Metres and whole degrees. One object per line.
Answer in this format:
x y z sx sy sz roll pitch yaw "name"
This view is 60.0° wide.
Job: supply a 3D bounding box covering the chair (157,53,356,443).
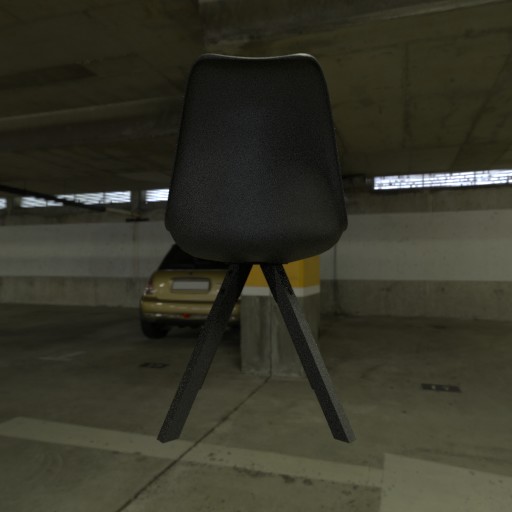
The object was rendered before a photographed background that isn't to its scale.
0.000 0.000 1.194 0.485 0.850 0.550 0 -1 0 "chair"
